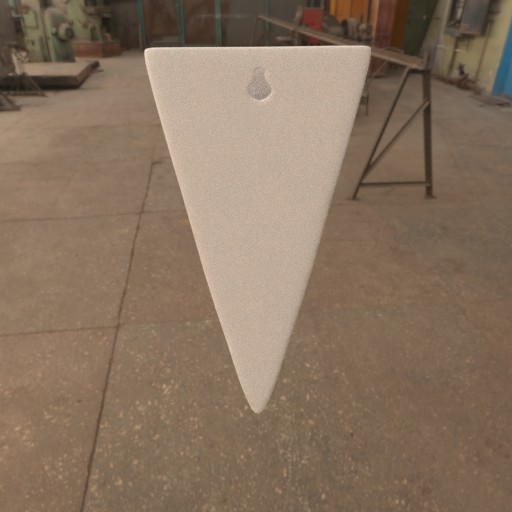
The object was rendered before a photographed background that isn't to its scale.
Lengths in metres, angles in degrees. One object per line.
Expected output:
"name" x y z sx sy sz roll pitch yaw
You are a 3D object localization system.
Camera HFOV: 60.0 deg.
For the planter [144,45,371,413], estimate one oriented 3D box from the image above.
"planter" 0.000 0.000 0.388 0.143 0.338 0.065 -3 31 -4
